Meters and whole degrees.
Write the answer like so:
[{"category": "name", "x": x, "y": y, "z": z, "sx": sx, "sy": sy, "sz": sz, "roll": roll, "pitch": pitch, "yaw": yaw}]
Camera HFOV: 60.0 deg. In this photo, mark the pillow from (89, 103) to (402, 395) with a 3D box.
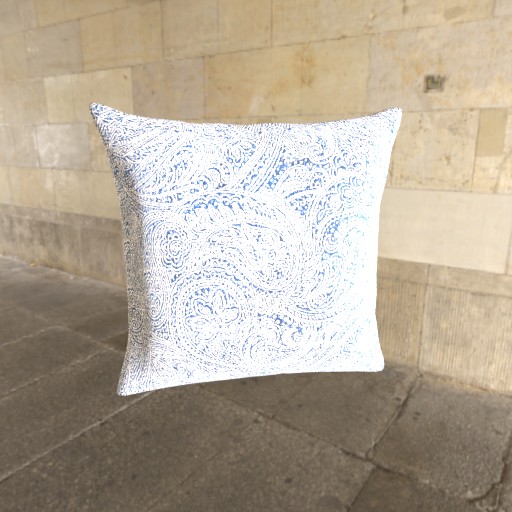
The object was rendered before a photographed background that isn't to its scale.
[{"category": "pillow", "x": 0.000, "y": 0.000, "z": 0.791, "sx": 0.523, "sy": 0.510, "sz": 0.166, "roll": -2, "pitch": 14, "yaw": -9}]
